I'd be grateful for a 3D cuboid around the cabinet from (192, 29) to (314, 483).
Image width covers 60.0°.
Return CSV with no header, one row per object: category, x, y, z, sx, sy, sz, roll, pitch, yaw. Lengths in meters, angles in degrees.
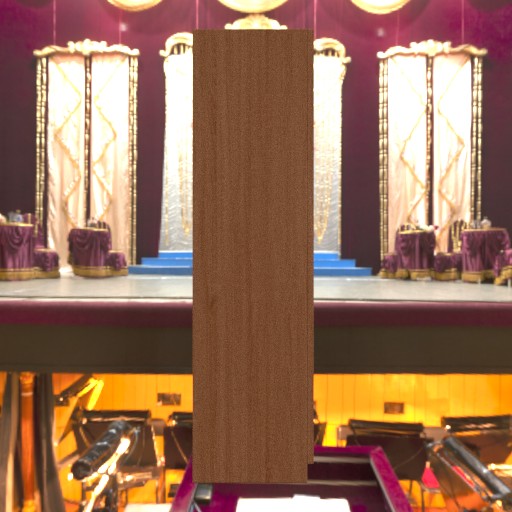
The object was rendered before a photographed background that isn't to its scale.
cabinet,0.000,0.000,2.817,0.590,2.120,1.500,0,0,0
